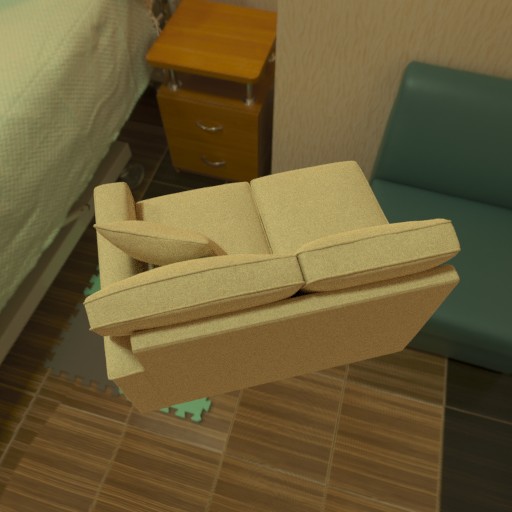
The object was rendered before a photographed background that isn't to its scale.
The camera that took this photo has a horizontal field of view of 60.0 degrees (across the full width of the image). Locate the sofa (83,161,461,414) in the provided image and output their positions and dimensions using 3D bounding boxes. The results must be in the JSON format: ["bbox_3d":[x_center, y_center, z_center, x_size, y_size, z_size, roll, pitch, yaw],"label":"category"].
[{"bbox_3d":[0.000,0.000,2.102,1.388,0.989,0.991,-11,58,-7],"label":"sofa"}]
